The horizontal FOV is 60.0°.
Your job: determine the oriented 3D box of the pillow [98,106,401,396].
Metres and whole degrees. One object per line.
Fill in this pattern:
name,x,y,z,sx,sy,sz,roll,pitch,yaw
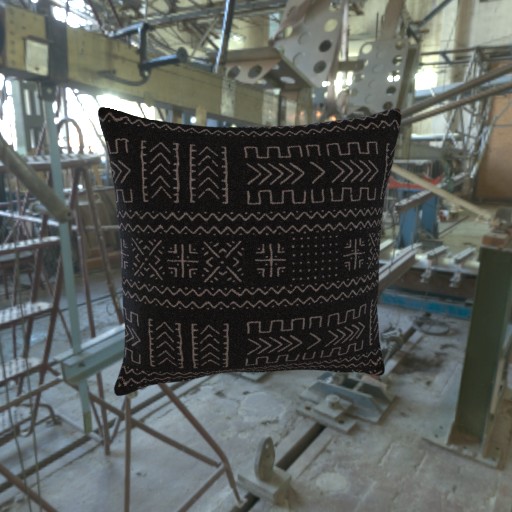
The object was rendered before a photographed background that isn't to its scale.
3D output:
pillow,0.000,0.000,0.667,0.438,0.430,0.164,-2,14,-10
